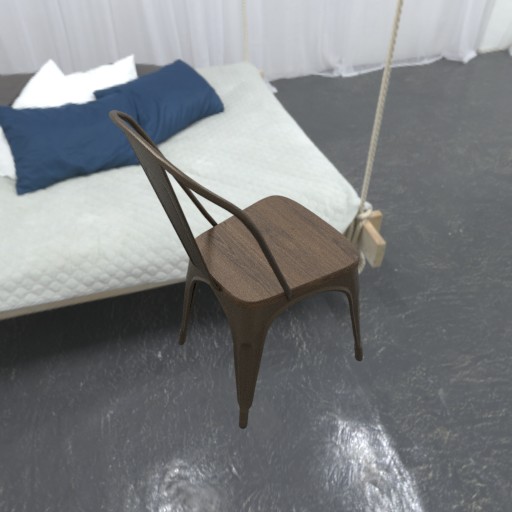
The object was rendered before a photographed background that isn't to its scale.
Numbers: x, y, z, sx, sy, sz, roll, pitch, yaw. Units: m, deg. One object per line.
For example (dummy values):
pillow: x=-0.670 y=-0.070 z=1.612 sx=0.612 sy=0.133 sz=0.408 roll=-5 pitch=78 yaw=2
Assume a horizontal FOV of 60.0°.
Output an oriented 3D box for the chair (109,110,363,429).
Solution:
chair: x=0.000 y=0.000 z=1.160 sx=0.532 sy=0.844 sz=0.451 roll=-26 pitch=48 yaw=-26
